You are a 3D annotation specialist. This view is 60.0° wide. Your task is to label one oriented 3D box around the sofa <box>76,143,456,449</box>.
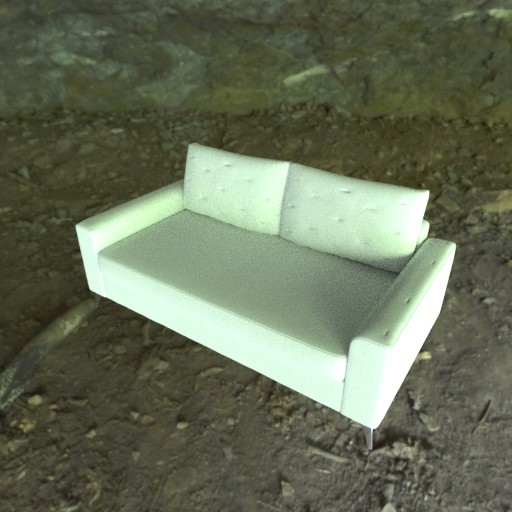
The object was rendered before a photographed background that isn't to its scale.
[{"bbox_3d":[0.000,0.000,2.189,1.650,0.790,0.920,19,35,29],"label":"sofa"}]
